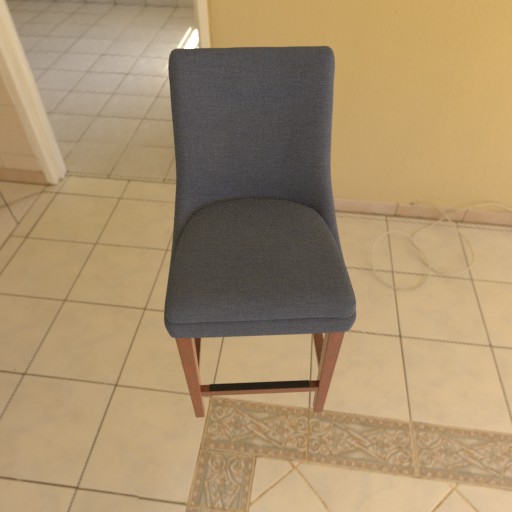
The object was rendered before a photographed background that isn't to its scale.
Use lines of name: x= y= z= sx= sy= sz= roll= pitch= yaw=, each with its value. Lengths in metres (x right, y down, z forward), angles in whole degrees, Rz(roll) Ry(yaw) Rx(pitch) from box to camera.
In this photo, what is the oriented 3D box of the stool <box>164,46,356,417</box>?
stool: x=0.000 y=0.000 z=1.285 sx=0.470 sy=0.981 sz=0.577 roll=-2 pitch=46 yaw=-2
